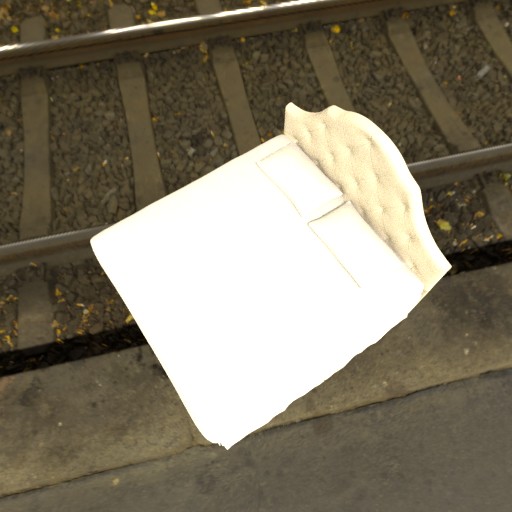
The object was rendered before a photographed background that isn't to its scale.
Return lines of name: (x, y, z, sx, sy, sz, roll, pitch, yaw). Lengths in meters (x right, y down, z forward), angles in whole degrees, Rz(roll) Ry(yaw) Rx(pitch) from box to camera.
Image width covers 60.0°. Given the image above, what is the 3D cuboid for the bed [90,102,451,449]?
bed: (0.000, 0.000, 3.477, 2.086, 1.555, 2.012, -32, 68, -15)
